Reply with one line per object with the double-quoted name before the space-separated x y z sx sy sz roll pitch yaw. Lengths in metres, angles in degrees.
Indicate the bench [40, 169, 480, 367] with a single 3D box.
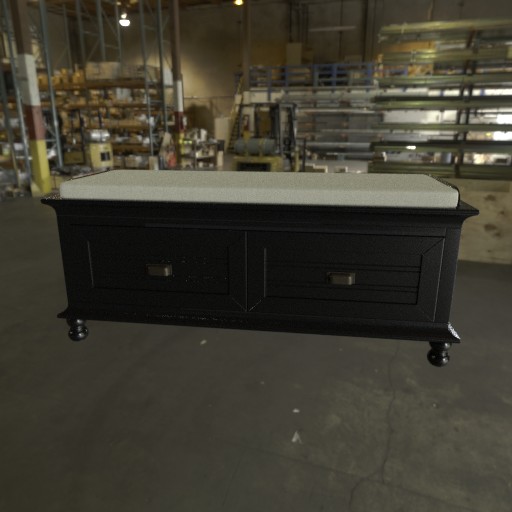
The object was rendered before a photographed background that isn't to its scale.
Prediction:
"bench" 0.000 0.000 1.432 1.185 0.501 0.402 2 17 8
